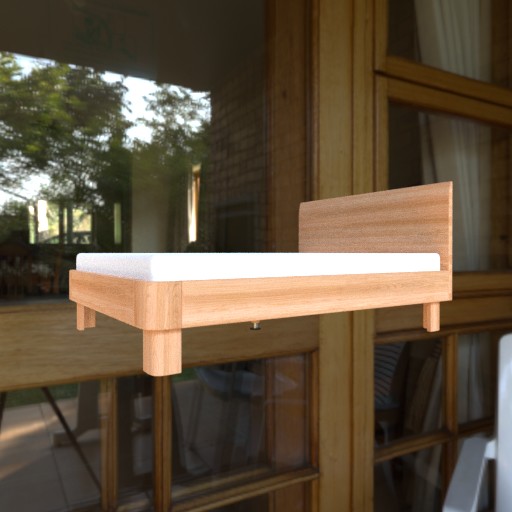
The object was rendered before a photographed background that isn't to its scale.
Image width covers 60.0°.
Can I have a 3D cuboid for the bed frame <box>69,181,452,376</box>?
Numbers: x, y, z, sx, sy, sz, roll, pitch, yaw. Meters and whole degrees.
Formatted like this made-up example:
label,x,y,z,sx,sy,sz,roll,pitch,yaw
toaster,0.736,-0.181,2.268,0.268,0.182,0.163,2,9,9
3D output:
label,x,y,z,sx,sy,sz,roll,pitch,yaw
bed frame,0.000,0.000,2.846,1.992,0.940,1.472,0,1,-34
